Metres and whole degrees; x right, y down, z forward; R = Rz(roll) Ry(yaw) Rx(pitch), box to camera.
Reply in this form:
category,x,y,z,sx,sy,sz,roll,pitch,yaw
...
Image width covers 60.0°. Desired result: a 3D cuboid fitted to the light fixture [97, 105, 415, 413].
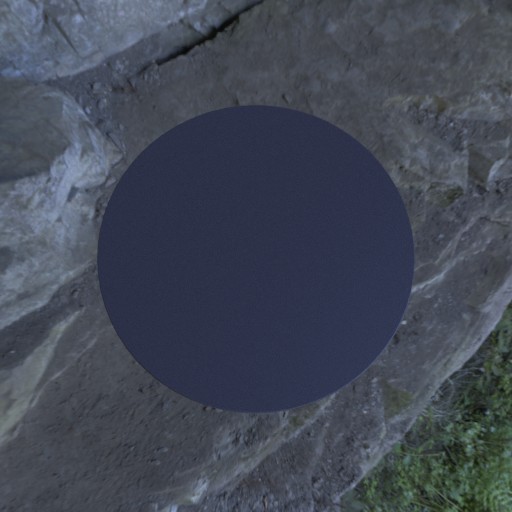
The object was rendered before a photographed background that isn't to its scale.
category,x,y,z,sx,sy,sz,roll,pitch,yaw
light fixture,0.000,0.000,0.560,0.368,0.100,0.368,0,76,0
